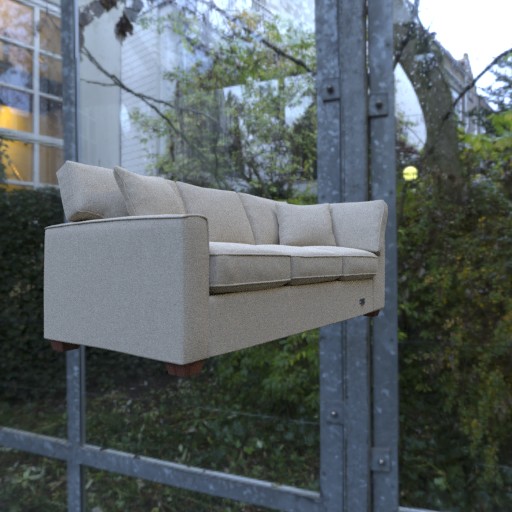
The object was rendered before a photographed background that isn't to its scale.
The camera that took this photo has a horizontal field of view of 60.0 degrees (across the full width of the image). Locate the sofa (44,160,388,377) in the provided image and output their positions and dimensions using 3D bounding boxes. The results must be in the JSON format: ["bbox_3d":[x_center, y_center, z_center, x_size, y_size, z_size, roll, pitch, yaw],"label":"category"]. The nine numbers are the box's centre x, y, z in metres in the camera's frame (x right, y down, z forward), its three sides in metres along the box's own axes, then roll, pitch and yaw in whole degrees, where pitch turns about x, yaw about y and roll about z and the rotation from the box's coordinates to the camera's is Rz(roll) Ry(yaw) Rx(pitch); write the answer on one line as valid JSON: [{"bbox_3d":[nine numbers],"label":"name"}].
[{"bbox_3d":[0.000,0.000,2.906,1.061,0.962,2.317,0,0,35],"label":"sofa"}]
